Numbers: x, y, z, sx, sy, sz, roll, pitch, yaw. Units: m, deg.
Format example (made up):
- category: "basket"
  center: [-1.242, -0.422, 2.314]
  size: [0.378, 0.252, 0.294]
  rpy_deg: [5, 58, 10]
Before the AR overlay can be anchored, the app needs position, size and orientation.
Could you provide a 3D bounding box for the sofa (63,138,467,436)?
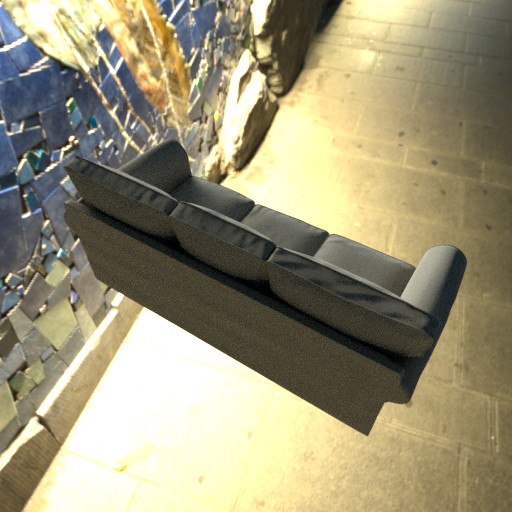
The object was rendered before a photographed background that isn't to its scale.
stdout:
- category: "sofa"
  center: [0.000, 0.000, 2.536]
  size: [2.084, 0.961, 0.916]
  rpy_deg: [25, 52, 22]
